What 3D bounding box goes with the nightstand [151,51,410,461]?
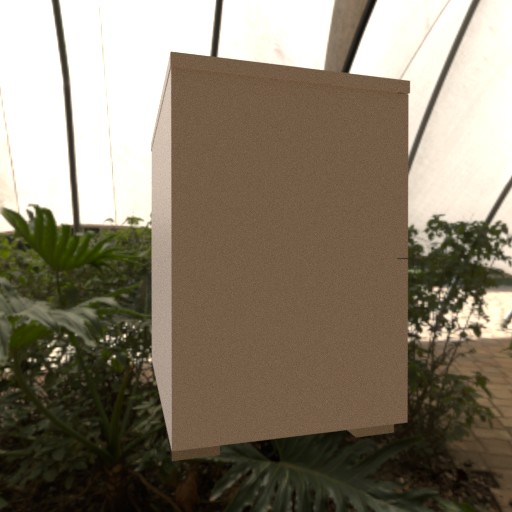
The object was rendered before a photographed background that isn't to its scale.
[{"bbox_3d":[0.000,0.000,0.752,0.325,0.460,0.441,0,1,-16],"label":"nightstand"}]
